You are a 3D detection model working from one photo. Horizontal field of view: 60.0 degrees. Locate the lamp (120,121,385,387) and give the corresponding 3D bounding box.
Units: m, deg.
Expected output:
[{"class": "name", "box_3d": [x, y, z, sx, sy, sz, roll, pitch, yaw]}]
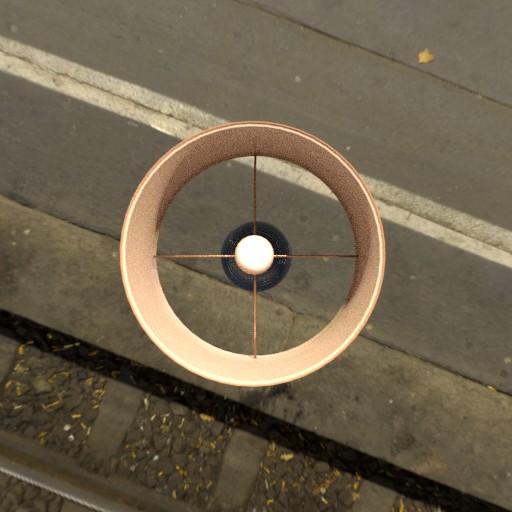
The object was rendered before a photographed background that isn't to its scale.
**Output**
[{"class": "lamp", "box_3d": [0.000, 0.000, 0.836, 0.367, 0.609, 0.367, 0, 89, 1]}]
